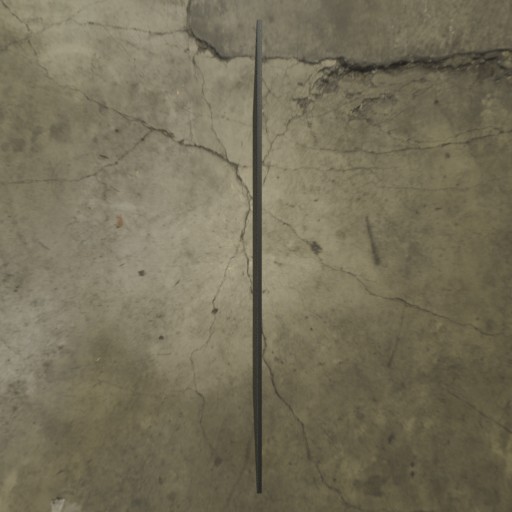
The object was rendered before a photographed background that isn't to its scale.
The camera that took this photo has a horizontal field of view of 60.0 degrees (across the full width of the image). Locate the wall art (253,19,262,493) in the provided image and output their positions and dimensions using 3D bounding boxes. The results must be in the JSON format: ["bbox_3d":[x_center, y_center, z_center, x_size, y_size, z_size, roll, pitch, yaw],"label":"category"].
[{"bbox_3d":[0.000,0.000,1.518,0.013,0.811,1.192,0,91,-1],"label":"wall art"}]
